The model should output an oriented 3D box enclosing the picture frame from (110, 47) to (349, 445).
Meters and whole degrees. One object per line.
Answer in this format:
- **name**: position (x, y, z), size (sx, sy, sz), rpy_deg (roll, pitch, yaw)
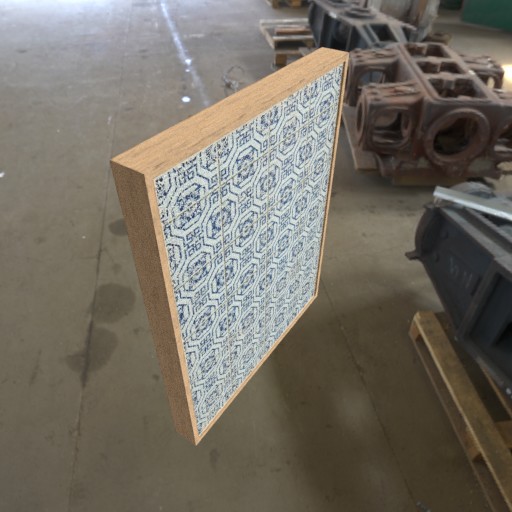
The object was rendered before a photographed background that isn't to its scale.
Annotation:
- **picture frame**: position (0.000, 0.000, 0.714), size (0.046, 0.526, 0.421), rpy_deg (25, 47, 25)
